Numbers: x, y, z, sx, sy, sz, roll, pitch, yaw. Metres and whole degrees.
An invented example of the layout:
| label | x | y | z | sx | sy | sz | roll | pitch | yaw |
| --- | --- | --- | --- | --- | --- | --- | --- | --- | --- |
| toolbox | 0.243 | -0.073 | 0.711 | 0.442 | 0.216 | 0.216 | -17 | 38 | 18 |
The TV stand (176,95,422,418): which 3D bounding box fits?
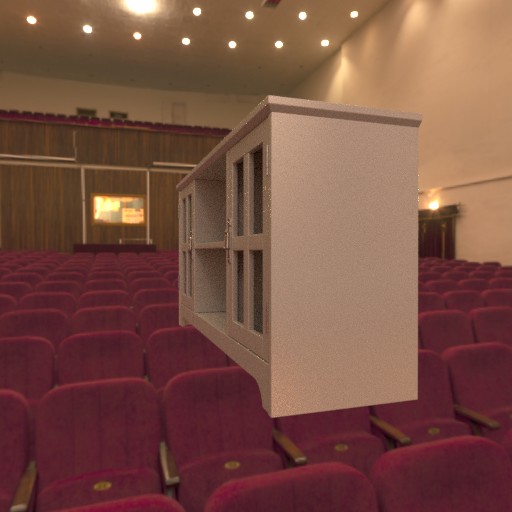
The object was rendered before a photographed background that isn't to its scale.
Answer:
| label | x | y | z | sx | sy | sz | roll | pitch | yaw |
| --- | --- | --- | --- | --- | --- | --- | --- | --- | --- |
| TV stand | 0.000 | 0.000 | 1.427 | 0.344 | 0.603 | 1.167 | 0 | 0 | -18 |
